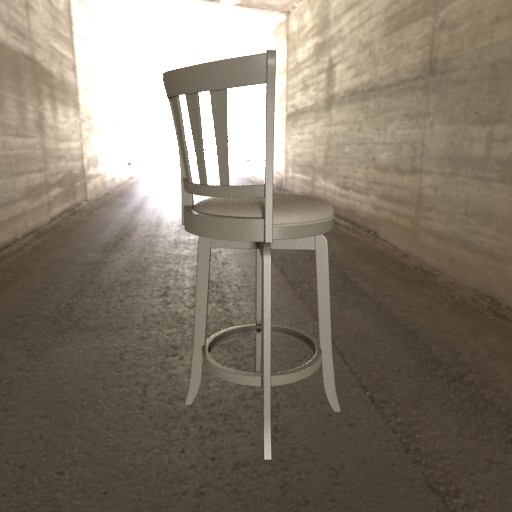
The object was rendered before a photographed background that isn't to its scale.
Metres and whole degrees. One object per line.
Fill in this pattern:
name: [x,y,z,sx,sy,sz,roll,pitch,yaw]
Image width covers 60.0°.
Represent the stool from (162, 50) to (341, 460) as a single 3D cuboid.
stool: [0.000,0.000,1.328,0.475,1.042,0.436,-13,19,-43]
